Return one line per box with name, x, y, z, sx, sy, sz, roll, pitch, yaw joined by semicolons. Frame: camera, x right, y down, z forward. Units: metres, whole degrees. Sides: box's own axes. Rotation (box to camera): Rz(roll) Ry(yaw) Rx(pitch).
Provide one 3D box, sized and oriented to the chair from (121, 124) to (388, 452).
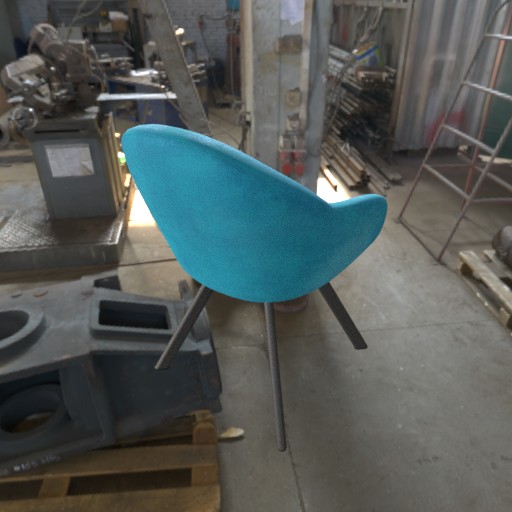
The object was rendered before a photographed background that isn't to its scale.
chair;0.000;0.000;1.193;0.550;0.795;0.590;21;37;32
